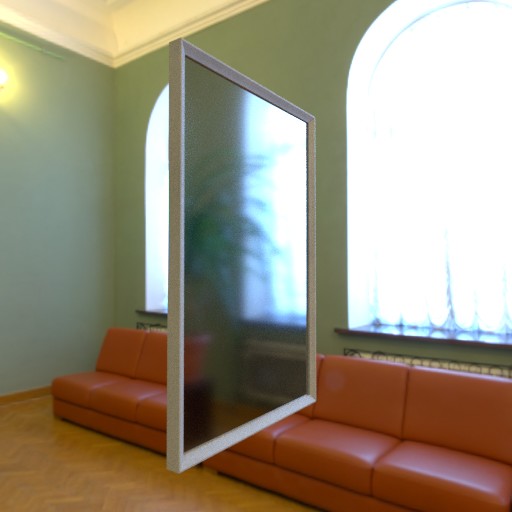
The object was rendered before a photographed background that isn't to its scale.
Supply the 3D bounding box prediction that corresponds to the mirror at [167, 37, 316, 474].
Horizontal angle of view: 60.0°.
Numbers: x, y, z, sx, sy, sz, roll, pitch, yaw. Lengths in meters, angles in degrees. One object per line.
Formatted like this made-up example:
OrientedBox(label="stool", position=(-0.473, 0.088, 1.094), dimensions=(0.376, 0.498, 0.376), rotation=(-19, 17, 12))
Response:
OrientedBox(label="mirror", position=(0.000, 0.000, 1.188), dimensions=(0.041, 0.915, 0.609), rotation=(-1, -2, 35))
